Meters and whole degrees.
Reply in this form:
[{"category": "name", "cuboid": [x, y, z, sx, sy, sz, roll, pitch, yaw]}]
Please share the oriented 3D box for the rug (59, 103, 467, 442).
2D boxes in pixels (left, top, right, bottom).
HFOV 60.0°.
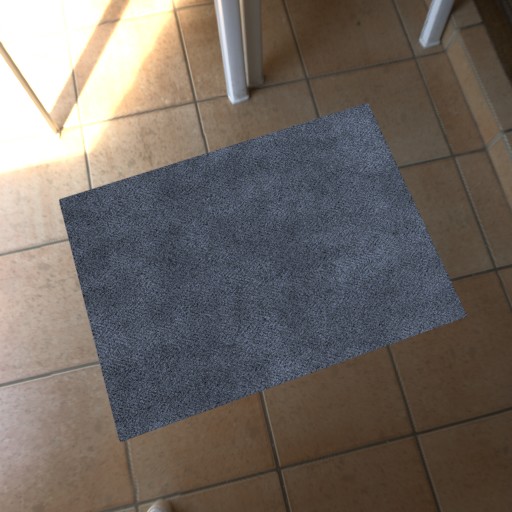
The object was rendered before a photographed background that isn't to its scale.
[{"category": "rug", "cuboid": [0.000, 0.000, 2.863, 2.235, 0.008, 1.600, -19, 76, -5]}]
